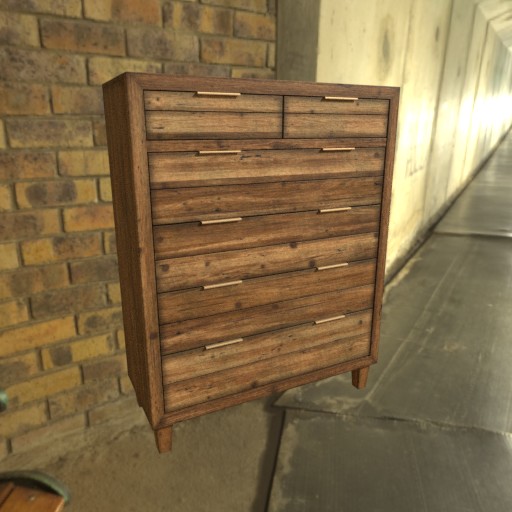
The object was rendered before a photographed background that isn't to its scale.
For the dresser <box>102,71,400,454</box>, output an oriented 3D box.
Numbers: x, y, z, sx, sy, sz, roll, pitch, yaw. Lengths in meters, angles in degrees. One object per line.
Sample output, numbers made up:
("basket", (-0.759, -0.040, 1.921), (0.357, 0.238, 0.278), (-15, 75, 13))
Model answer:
("dresser", (0.000, 0.000, 1.886), (1.067, 1.359, 0.438), (-8, 18, -26))
